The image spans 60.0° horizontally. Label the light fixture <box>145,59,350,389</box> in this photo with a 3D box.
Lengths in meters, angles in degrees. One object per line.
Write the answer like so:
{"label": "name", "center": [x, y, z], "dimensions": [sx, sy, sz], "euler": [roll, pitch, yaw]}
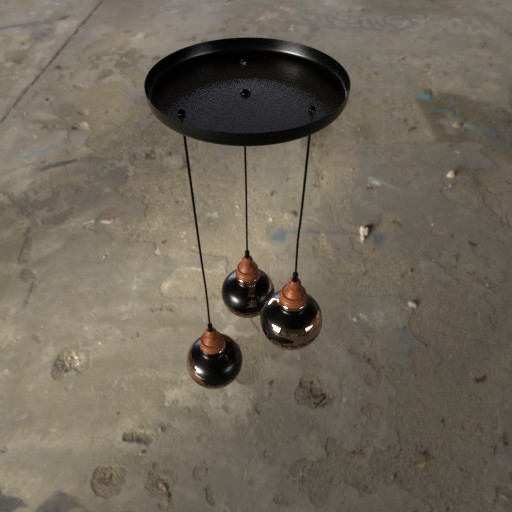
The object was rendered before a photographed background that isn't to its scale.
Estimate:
{"label": "light fixture", "center": [0.000, 0.000, 1.721], "dimensions": [0.605, 1.410, 0.608], "euler": [17, 49, 15]}
